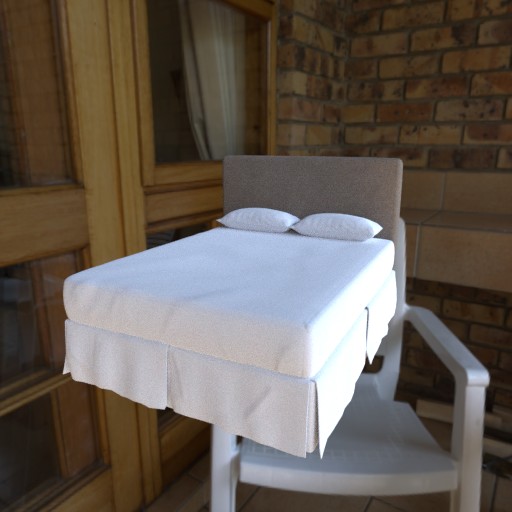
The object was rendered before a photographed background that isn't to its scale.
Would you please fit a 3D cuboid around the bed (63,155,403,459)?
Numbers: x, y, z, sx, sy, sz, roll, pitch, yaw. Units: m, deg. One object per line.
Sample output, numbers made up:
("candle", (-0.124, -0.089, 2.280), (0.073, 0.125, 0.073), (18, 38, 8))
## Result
("bed", (0.000, 0.000, 3.155), (1.723, 1.330, 2.142), (7, 16, 26))
